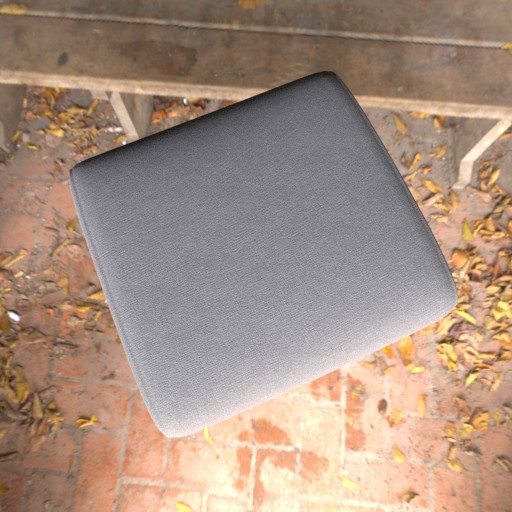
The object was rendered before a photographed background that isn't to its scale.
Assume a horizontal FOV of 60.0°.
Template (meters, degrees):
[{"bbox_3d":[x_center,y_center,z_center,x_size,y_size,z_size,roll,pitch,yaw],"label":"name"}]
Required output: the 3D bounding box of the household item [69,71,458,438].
[{"bbox_3d":[0.000,0.000,0.875,0.530,0.410,0.530,-23,76,-6],"label":"household item"}]
